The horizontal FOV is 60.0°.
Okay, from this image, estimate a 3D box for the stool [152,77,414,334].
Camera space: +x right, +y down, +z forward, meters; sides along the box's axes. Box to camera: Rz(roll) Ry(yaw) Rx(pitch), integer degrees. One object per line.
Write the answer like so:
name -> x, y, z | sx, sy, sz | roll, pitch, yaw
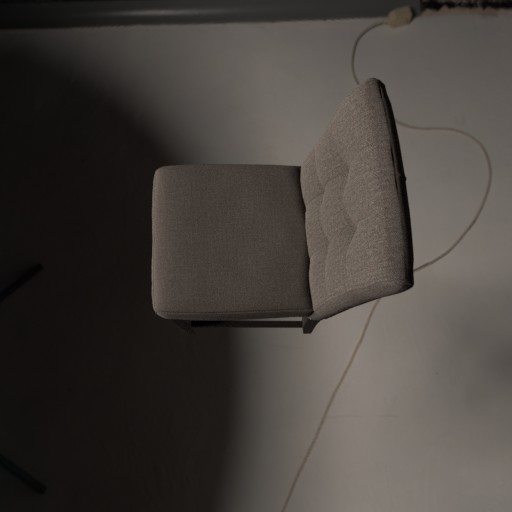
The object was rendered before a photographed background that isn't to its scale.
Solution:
stool -> 0.000, 0.000, 1.279 | 0.548, 1.047, 0.411 | -3, 75, -1
